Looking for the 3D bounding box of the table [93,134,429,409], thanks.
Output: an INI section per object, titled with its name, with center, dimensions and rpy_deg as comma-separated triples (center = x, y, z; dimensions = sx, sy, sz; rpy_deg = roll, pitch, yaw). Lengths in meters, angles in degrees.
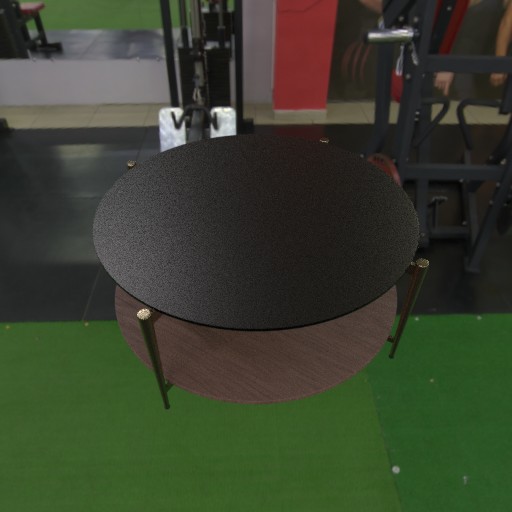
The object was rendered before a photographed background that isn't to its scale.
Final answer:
[table]
center = 0.000, 0.000, 1.451
dimensions = 0.938, 0.400, 0.938
rpy_deg = 0, 41, 1
